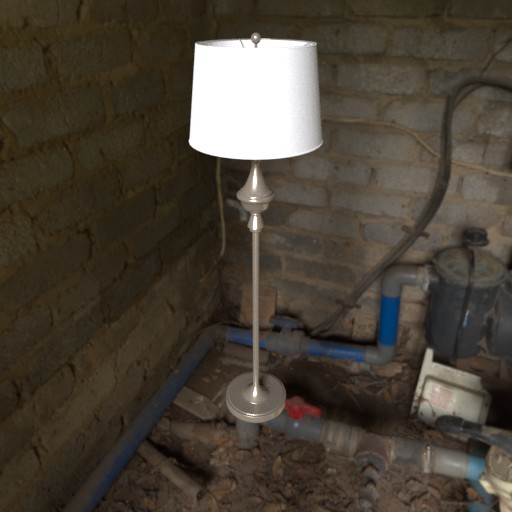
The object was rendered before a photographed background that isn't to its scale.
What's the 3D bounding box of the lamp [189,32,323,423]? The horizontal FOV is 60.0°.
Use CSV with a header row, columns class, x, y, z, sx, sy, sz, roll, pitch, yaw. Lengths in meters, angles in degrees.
class,x,y,z,sx,sy,sz,roll,pitch,yaw
lamp,0.000,0.000,1.651,0.431,1.488,0.431,0,30,0
